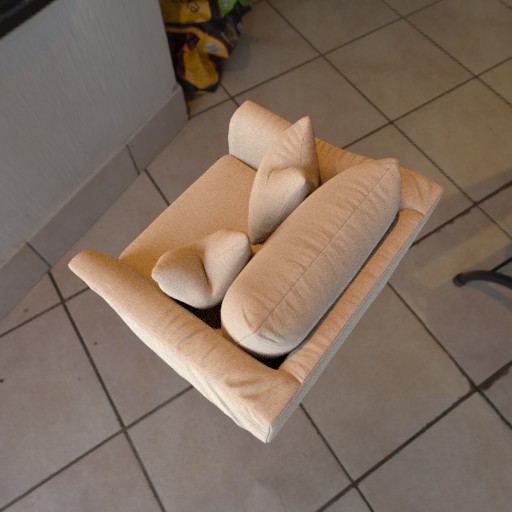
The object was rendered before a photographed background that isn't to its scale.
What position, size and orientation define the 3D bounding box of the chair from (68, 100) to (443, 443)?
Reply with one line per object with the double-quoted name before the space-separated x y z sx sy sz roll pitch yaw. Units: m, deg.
"chair" 0.000 0.000 2.044 1.071 1.093 1.194 35 68 16
